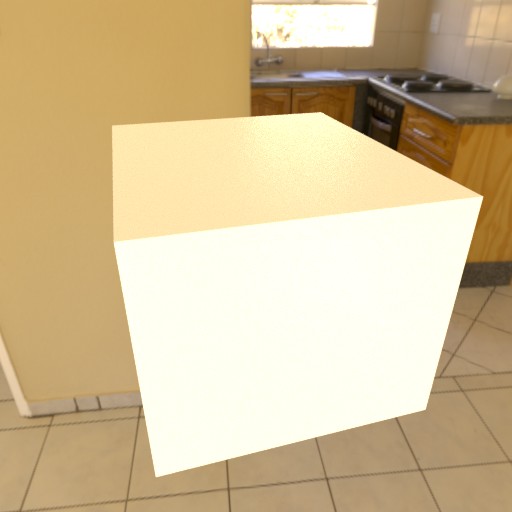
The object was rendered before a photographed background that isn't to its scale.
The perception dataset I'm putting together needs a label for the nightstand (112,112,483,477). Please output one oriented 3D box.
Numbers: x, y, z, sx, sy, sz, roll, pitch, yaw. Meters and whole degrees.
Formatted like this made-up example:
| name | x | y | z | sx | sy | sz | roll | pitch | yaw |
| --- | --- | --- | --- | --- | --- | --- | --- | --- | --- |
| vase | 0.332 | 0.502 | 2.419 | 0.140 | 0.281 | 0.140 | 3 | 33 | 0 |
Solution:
| name | x | y | z | sx | sy | sz | roll | pitch | yaw |
| --- | --- | --- | --- | --- | --- | --- | --- | --- | --- |
| nightstand | 0.000 | 0.000 | 0.742 | 0.408 | 0.351 | 0.470 | -8 | 31 | -14 |
